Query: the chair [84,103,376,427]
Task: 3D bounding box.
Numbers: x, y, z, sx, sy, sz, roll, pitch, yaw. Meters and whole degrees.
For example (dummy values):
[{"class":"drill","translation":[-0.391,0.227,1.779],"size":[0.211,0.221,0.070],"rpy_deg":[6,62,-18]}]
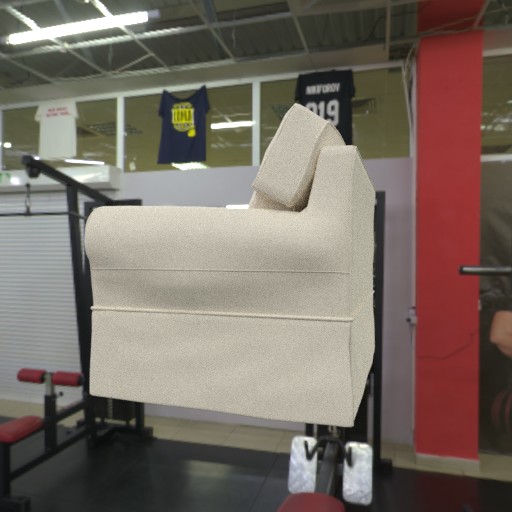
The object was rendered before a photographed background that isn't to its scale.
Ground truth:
[{"class":"chair","translation":[0.000,0.000,1.828],"size":[0.904,0.958,1.099],"rpy_deg":[0,0,18]}]
